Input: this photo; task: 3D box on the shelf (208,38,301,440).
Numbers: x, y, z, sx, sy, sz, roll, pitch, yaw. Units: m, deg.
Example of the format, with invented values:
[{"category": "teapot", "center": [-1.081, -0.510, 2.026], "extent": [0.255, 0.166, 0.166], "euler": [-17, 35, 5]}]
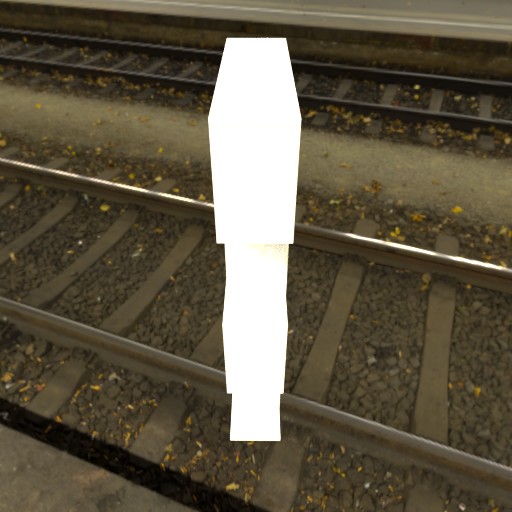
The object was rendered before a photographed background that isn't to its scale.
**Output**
[{"category": "shelf", "center": [0.000, 0.000, 2.046], "extent": [0.250, 1.650, 0.890], "euler": [0, 39, 0]}]
